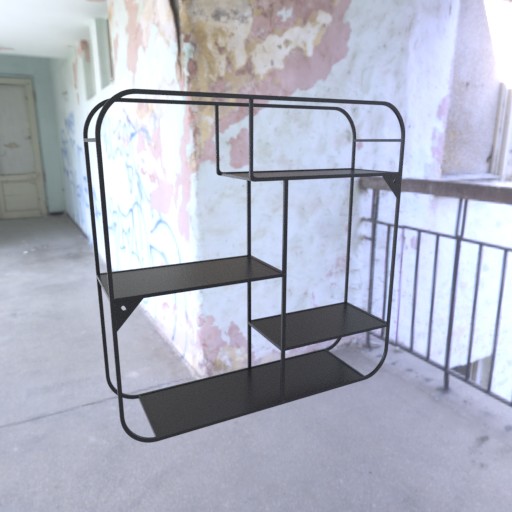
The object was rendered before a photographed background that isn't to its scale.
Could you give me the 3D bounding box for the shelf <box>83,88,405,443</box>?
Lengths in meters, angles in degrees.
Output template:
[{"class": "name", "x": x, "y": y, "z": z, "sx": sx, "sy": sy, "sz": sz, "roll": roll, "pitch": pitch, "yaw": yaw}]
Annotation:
[{"class": "shelf", "x": 0.000, "y": 0.000, "z": 0.899, "sx": 0.600, "sy": 0.600, "sz": 0.160, "roll": -7, "pitch": 16, "yaw": -26}]
